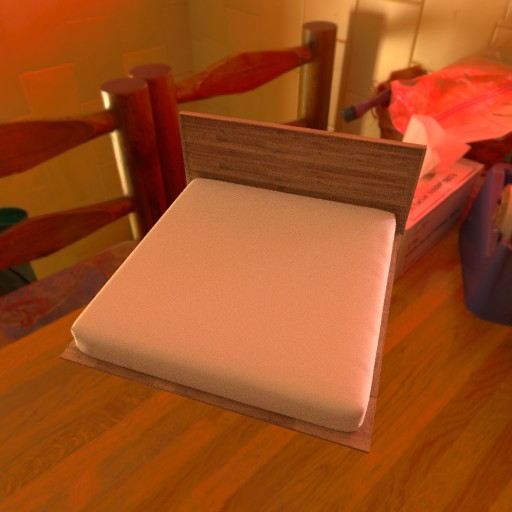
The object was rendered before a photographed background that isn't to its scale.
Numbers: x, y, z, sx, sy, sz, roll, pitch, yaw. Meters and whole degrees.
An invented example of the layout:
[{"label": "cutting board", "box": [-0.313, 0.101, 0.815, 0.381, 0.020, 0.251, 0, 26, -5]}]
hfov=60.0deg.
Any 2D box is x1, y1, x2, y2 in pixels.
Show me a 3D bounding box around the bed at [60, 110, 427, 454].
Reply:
[{"label": "bed", "box": [0.000, 0.000, 3.312, 2.116, 1.100, 2.167, 12, 43, 14]}]
